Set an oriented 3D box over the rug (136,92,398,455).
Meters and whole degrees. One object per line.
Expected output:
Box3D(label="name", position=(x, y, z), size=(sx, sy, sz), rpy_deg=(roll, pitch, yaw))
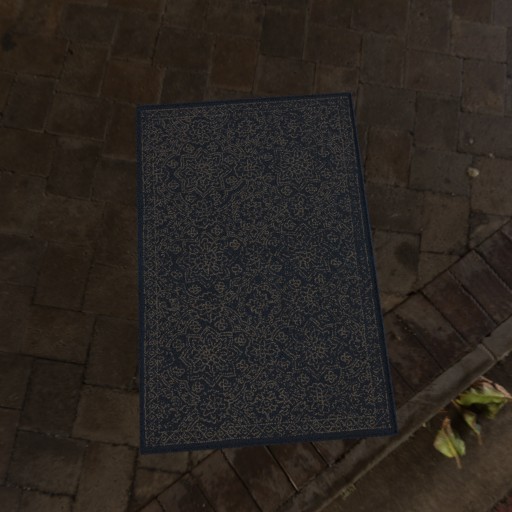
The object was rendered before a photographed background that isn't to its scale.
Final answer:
Box3D(label="rug", position=(0.000, 0.000, 2.291), size=(1.219, 0.010, 1.829), rpy_deg=(-4, 77, -1))
